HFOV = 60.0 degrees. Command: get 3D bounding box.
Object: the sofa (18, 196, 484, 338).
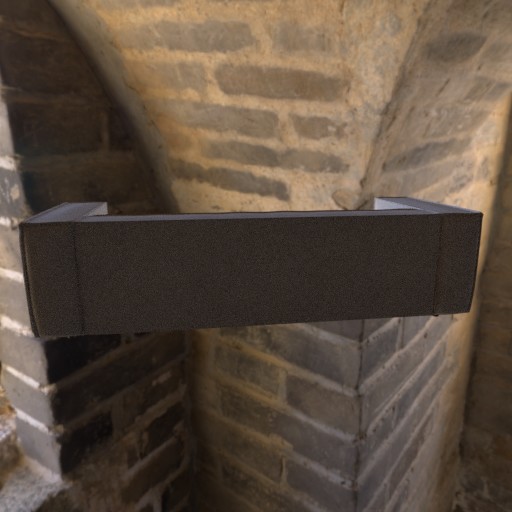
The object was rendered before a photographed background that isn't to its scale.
[{"bbox_3d":[0.000,0.000,3.014,2.697,0.680,1.038,-2,13,-8],"label":"sofa"}]
